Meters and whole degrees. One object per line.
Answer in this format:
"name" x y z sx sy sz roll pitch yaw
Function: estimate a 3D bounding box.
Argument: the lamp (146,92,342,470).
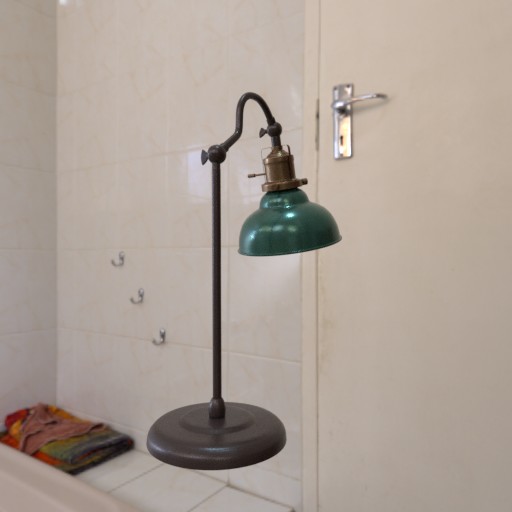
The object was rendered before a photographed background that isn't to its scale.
"lamp" 0.000 0.000 0.693 0.192 0.508 0.374 0 -1 36
